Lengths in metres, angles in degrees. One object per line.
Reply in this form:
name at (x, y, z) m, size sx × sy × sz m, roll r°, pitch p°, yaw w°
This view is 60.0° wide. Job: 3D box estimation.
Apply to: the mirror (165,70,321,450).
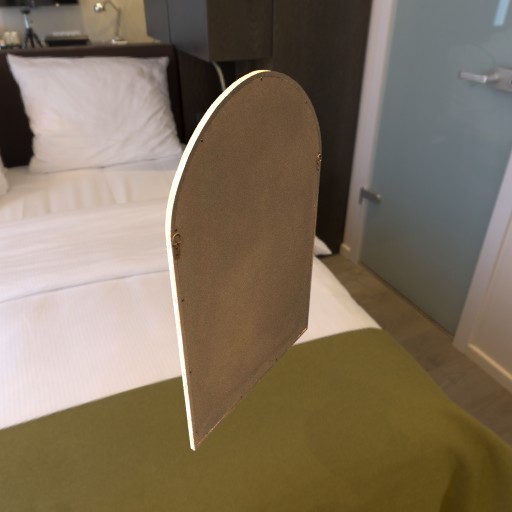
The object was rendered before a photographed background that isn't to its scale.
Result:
mirror at (0.000, 0.000, 1.175) m, size 0.032 × 0.915 × 0.609 m, roll 20°, pitch 37°, yaw 30°
